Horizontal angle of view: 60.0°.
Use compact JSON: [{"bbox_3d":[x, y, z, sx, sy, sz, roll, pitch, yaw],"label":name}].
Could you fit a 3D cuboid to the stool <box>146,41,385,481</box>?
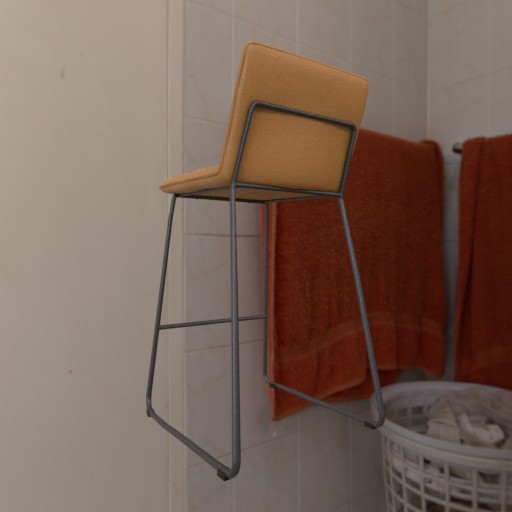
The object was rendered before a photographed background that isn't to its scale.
[{"bbox_3d":[0.000,0.000,1.250,0.489,0.936,0.524,0,1,-35],"label":"stool"}]
